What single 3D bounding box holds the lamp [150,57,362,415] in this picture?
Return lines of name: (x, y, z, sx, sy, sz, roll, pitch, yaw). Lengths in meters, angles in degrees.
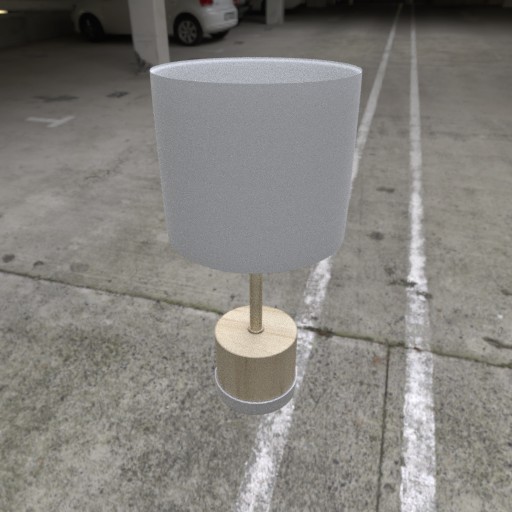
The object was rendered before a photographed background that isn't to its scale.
lamp: (0.000, 0.000, 0.597, 0.229, 0.470, 0.229, 8, 30, 14)
